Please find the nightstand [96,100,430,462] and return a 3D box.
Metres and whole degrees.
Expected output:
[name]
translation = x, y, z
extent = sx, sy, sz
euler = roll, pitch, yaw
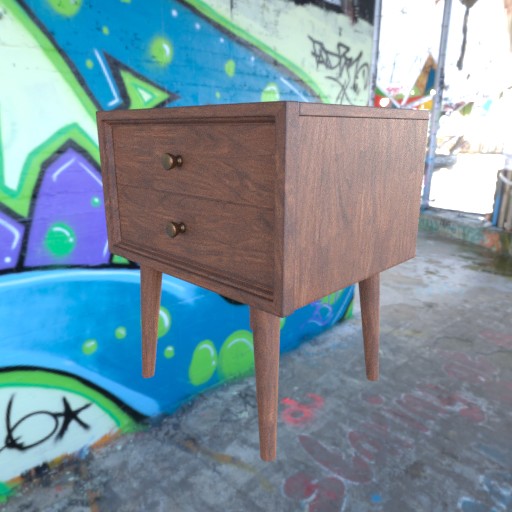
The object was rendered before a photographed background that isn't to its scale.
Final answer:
[nightstand]
translation = 0.000, 0.000, 0.973
extent = 0.521, 0.607, 0.445
euler = 15, 22, 42
